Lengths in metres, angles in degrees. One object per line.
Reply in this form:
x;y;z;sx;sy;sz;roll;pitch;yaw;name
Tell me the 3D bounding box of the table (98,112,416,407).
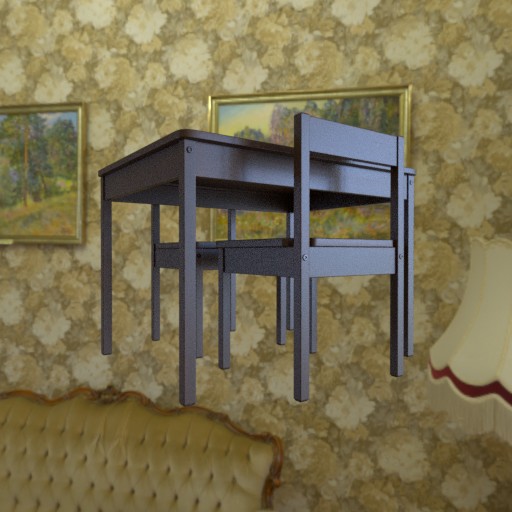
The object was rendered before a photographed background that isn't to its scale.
0.000;0.000;1.119;0.650;0.503;0.672;0;1;-35;table
